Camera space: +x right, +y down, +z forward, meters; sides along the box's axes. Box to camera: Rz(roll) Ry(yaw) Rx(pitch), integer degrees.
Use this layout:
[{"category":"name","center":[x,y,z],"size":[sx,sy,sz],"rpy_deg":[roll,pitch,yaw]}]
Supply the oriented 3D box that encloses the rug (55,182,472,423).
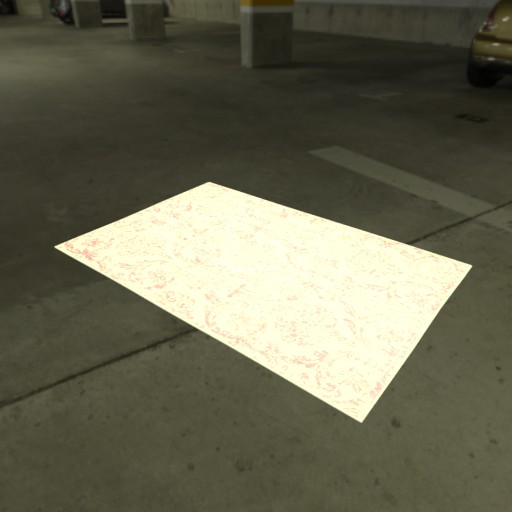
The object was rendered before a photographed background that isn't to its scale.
[{"category":"rug","center":[0.000,0.000,3.482],"size":[2.746,0.018,1.819],"rpy_deg":[22,37,32]}]
